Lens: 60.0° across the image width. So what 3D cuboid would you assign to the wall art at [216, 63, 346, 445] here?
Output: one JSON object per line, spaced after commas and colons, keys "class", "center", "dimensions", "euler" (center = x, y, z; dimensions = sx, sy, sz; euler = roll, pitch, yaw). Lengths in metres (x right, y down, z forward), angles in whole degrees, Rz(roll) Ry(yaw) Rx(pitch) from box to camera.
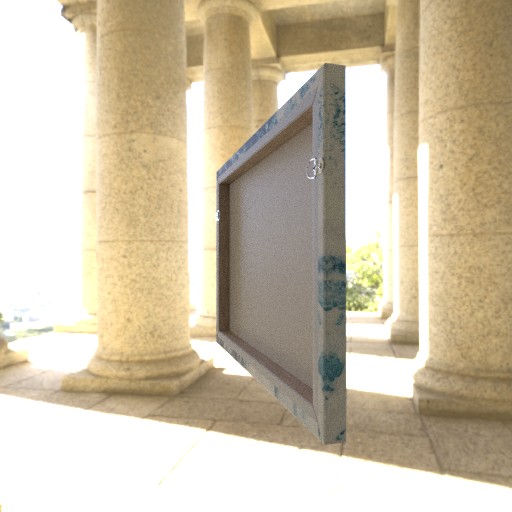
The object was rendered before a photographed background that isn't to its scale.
{"class": "wall art", "center": [0.000, 0.000, 1.146], "dimensions": [0.042, 0.610, 0.915], "euler": [0, -1, -16]}
